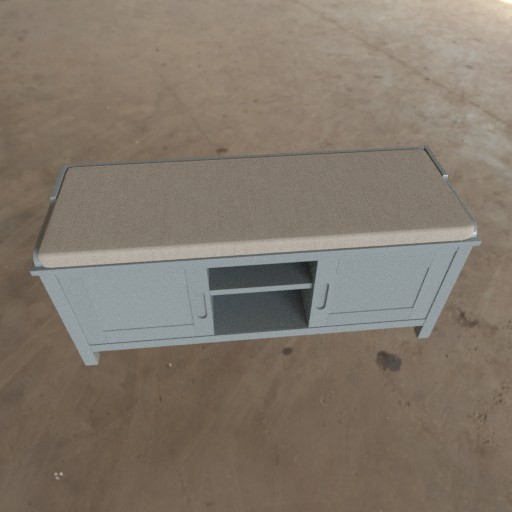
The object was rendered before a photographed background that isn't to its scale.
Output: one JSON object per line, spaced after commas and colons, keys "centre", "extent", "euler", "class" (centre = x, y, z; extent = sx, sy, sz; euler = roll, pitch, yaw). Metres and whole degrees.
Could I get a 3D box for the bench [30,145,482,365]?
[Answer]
{"centre": [0.000, 0.000, 1.396], "extent": [1.140, 0.501, 0.398], "euler": [-4, 46, -4], "class": "bench"}
